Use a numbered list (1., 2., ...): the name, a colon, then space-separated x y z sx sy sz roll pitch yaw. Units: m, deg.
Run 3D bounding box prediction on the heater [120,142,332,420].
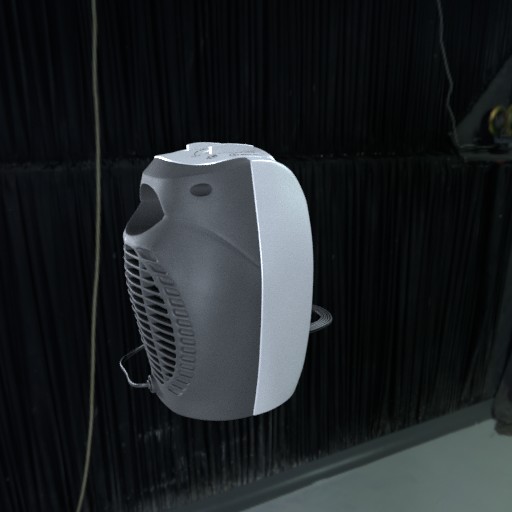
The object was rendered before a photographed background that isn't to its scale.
1. heater: 0.000 0.000 0.482 0.291 0.240 0.239 -7 17 -25
